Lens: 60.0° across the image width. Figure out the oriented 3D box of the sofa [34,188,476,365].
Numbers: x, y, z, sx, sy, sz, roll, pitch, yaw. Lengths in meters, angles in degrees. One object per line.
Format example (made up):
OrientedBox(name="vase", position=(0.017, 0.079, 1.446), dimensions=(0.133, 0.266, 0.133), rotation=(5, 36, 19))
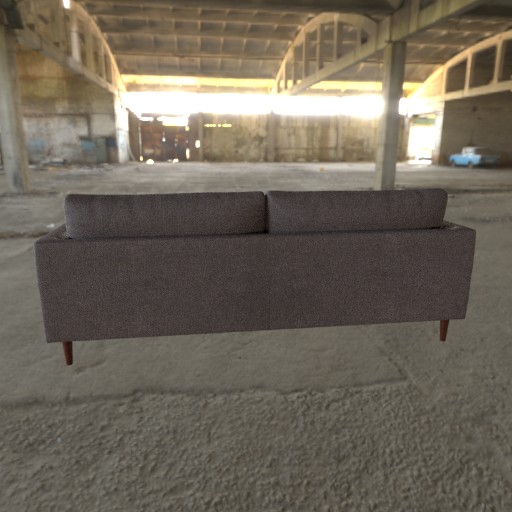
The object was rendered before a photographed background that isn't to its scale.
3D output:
OrientedBox(name="sofa", position=(0.000, 0.000, 2.732), dimensions=(2.250, 0.868, 1.020), rotation=(-2, 14, -8))
